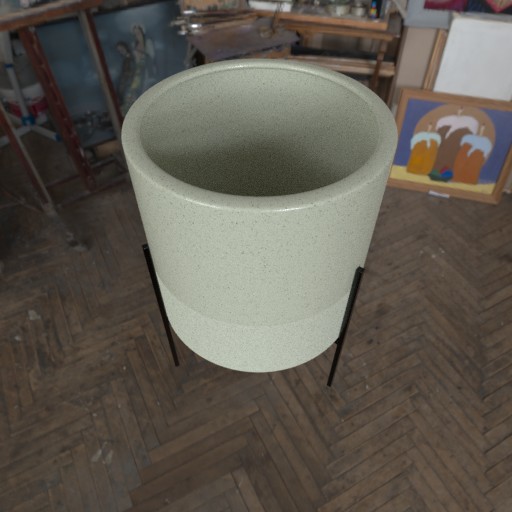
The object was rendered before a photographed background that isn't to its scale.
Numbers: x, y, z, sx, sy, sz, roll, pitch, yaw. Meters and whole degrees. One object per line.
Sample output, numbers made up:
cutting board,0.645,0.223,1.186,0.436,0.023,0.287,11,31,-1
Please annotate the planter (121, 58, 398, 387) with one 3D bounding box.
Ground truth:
planter,0.000,0.000,0.686,0.323,0.475,0.314,-16,50,-14
